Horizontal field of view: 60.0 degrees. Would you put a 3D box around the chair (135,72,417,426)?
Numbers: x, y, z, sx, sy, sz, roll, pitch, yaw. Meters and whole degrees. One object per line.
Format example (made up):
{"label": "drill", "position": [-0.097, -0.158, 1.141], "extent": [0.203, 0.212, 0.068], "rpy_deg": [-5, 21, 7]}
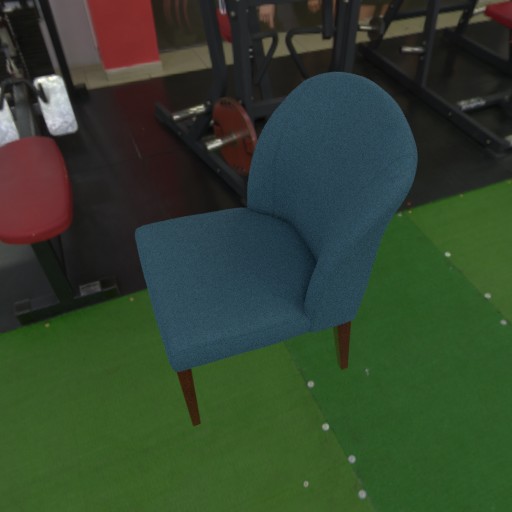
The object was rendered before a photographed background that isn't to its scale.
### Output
{"label": "chair", "position": [0.000, 0.000, 1.251], "extent": [0.620, 0.879, 0.507], "rpy_deg": [-15, 49, -14]}
